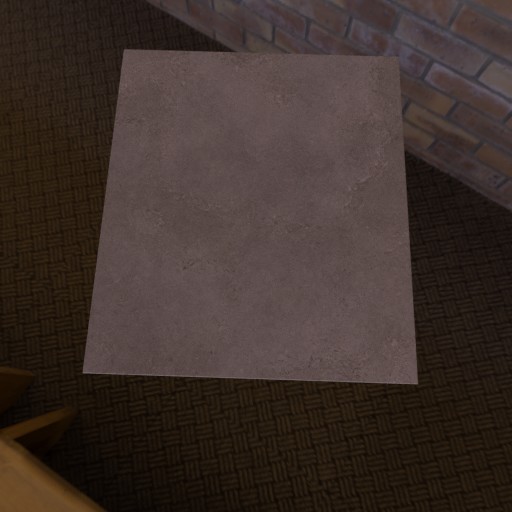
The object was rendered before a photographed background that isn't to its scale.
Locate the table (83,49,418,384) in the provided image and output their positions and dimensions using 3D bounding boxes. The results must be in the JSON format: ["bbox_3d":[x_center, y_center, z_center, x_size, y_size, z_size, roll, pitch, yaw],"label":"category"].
[{"bbox_3d":[0.000,0.000,1.519,0.700,1.020,0.800,2,75,0],"label":"table"}]
